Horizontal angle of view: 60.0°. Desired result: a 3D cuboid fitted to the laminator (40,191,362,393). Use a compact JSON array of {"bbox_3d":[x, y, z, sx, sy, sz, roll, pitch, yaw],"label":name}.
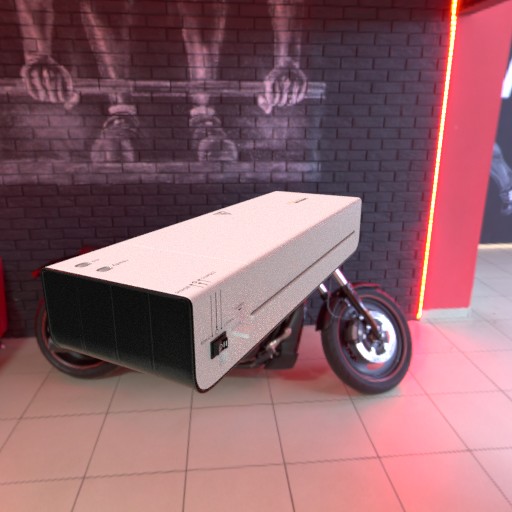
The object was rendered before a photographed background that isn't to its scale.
[{"bbox_3d":[0.000,0.000,0.396,0.123,0.062,0.340,9,19,26],"label":"laminator"}]
